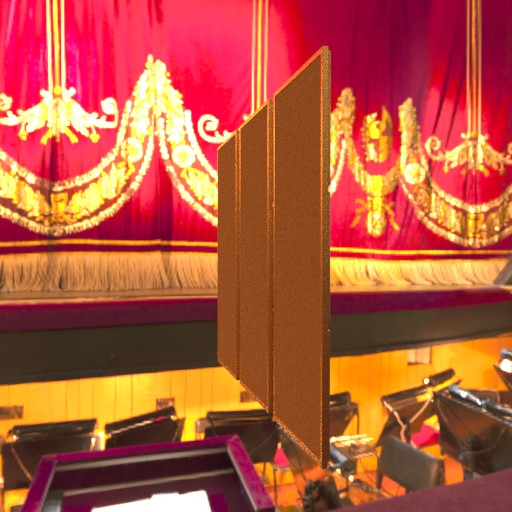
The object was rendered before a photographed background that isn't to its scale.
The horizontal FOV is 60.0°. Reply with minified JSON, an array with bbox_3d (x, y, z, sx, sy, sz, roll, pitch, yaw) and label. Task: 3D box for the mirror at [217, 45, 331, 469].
[{"bbox_3d":[0.000,0.000,1.453,0.023,0.926,1.011,0,1,-18],"label":"mirror"}]
